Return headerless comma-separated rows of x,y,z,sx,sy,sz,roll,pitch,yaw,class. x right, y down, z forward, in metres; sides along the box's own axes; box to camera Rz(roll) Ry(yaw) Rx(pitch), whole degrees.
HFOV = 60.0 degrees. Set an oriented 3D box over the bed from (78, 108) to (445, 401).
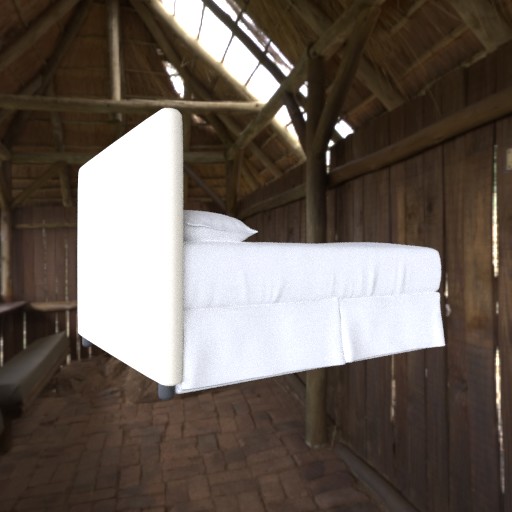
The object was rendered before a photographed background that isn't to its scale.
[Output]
0.000,0.000,3.223,2.147,1.330,1.714,0,0,-34,bed
